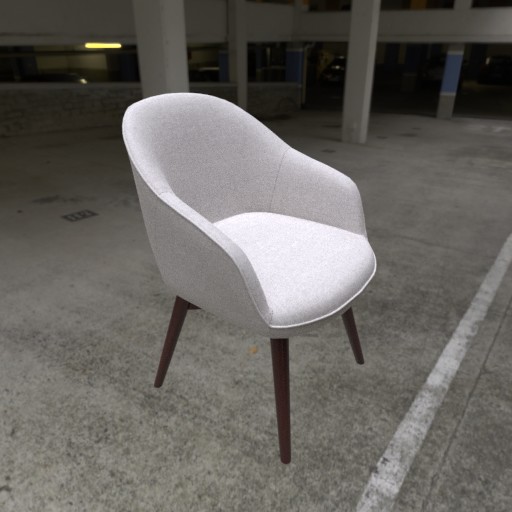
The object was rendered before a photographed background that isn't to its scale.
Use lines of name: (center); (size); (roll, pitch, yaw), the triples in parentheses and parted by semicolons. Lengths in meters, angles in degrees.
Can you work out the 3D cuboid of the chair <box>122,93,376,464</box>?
chair: (0.000, 0.000, 1.248); (0.635, 0.823, 0.596); (18, 31, 31)
